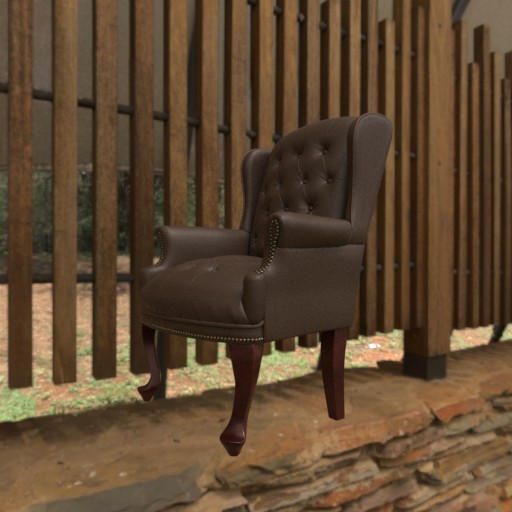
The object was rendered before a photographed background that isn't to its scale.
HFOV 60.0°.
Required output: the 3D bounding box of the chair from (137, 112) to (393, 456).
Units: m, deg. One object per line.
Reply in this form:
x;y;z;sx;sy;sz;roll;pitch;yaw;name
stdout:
0.000;0.000;1.693;0.819;1.132;0.829;0;0;-37;chair
